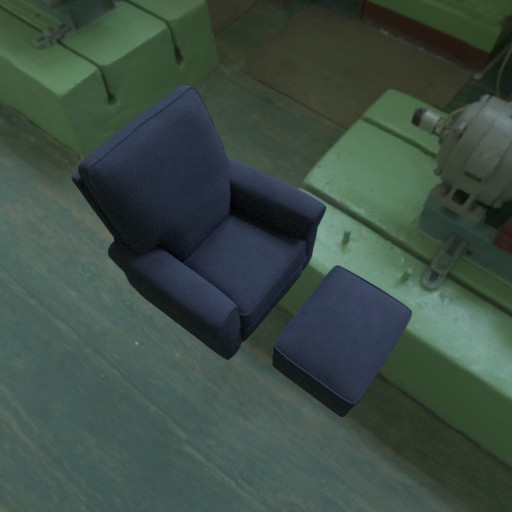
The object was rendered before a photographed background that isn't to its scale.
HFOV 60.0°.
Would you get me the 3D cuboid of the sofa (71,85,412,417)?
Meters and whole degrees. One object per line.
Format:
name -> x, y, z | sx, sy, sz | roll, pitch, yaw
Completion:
sofa -> 0.000, 0.000, 2.090 | 1.478, 0.959, 0.880 | 33, 65, 18
